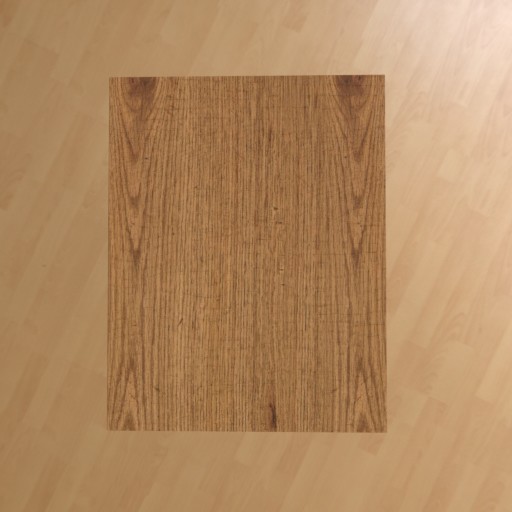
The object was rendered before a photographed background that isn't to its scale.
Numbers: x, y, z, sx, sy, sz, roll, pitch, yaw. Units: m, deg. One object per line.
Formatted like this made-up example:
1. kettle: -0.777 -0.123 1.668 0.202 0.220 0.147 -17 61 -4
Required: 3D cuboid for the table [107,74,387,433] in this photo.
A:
1. table: 0.000 0.000 1.056 0.494 0.625 0.601 0 89 1
